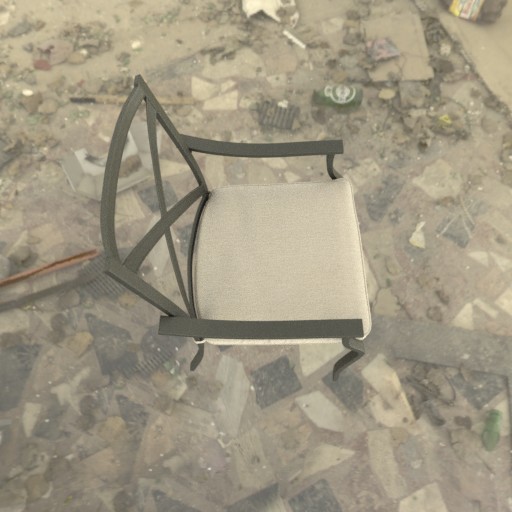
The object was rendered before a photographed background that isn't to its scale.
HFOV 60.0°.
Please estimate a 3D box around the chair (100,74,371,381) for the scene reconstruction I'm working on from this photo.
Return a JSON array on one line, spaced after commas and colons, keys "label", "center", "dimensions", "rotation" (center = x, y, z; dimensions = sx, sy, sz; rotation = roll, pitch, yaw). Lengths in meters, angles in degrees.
[{"label": "chair", "center": [0.000, 0.000, 1.298], "dimensions": [0.620, 0.889, 0.575], "rotation": [0, 64, 0]}]
